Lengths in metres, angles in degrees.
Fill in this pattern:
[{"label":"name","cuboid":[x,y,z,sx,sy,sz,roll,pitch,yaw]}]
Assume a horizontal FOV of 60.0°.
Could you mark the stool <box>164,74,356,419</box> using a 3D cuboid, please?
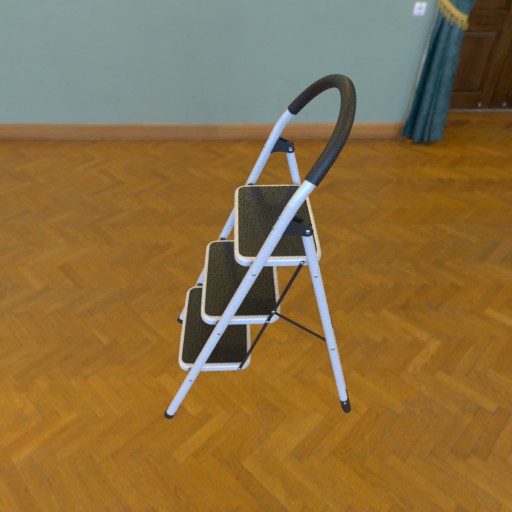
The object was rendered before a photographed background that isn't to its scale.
[{"label":"stool","cuboid":[0.000,0.000,1.434,0.676,1.109,0.485,-1,39,-1]}]
